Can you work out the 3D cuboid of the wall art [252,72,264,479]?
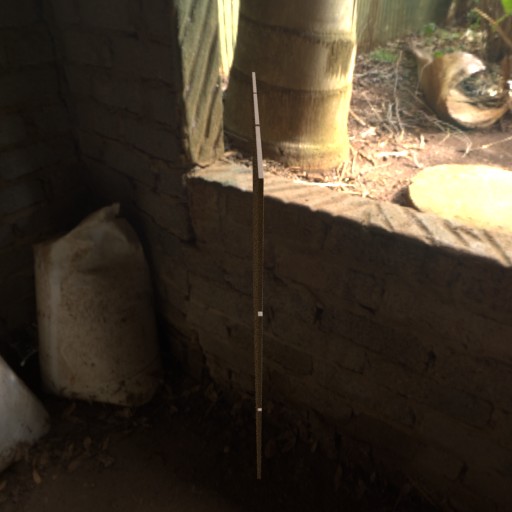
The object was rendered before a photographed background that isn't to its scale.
[{"bbox_3d":[0.000,0.000,1.855,0.013,1.218,1.219,-1,33,-1],"label":"wall art"}]
